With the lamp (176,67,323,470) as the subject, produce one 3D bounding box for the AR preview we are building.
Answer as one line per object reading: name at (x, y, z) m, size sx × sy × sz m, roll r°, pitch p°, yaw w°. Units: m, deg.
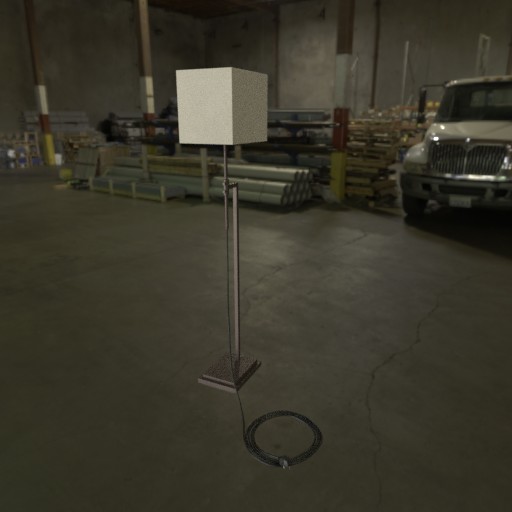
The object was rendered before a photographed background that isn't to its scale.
lamp at (0.000, 0.000, 2.020) m, size 0.774 × 1.600 × 0.698 m, roll 8°, pitch 19°, yaw 25°
